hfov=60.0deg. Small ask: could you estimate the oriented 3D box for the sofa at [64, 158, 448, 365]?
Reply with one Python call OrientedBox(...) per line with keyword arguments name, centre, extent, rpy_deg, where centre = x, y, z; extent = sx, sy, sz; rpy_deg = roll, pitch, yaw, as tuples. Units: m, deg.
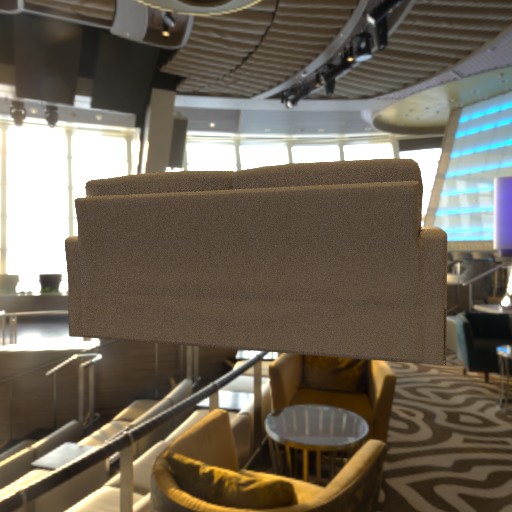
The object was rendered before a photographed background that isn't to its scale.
OrientedBox(name="sofa", centre=(0.000, 0.000, 2.339), extent=(1.808, 0.831, 0.894), rpy_deg=(0, 1, 19))
